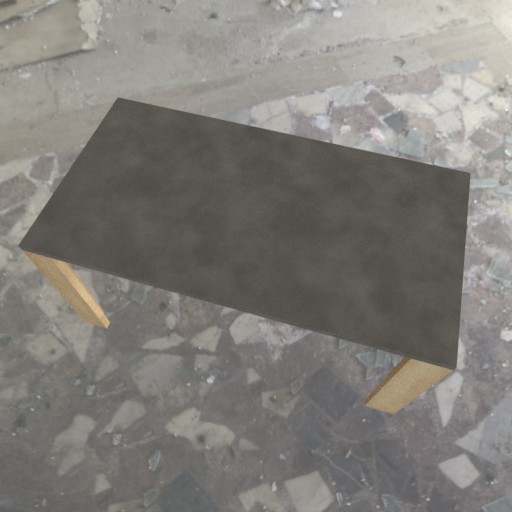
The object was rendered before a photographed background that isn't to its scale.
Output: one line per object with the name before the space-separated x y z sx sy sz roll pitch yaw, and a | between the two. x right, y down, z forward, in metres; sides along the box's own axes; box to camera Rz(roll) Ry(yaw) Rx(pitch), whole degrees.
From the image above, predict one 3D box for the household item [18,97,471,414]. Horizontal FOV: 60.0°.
household item | 0.000 0.000 2.070 1.600 0.755 0.850 15 61 8
